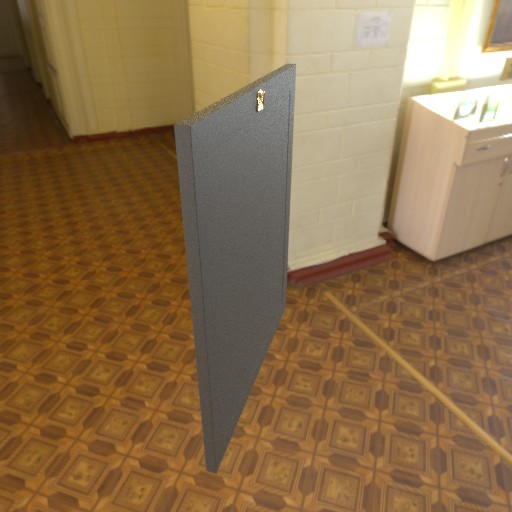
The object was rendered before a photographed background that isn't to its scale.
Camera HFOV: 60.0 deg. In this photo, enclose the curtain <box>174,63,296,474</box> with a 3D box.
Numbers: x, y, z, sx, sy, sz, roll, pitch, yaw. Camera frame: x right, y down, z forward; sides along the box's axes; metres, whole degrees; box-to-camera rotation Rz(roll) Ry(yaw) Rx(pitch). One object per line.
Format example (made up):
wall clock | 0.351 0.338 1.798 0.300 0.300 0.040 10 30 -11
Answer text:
curtain | 0.000 0.000 0.803 0.027 0.585 0.483 9 32 15
